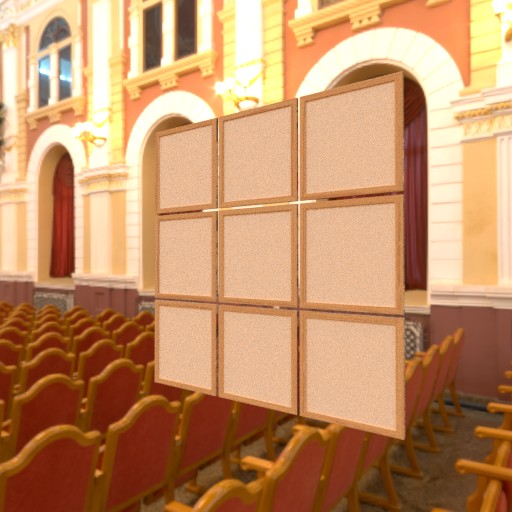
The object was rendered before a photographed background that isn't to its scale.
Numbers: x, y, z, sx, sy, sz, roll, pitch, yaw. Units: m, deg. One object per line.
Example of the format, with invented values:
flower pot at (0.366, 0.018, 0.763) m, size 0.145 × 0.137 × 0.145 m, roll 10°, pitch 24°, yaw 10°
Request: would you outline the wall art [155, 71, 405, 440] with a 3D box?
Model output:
wall art at (0.000, 0.000, 1.819) m, size 1.206 × 1.218 × 0.013 m, roll -1°, pitch -1°, yaw 36°
